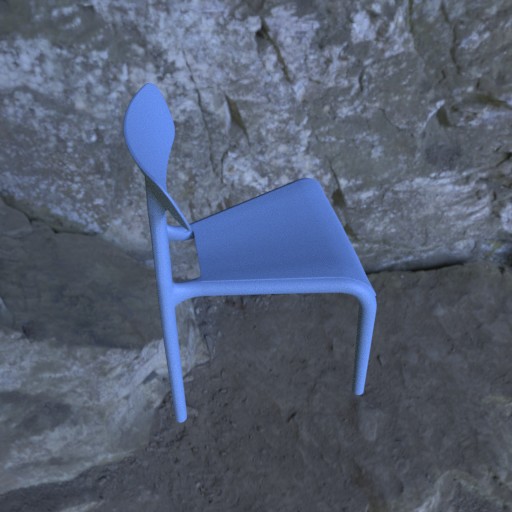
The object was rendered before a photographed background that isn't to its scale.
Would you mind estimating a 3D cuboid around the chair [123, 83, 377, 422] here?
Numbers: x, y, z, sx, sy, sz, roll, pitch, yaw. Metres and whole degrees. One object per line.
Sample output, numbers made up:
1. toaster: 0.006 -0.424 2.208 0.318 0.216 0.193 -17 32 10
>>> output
1. chair: 0.000 0.000 0.831 0.401 0.580 0.356 -9 47 -8
